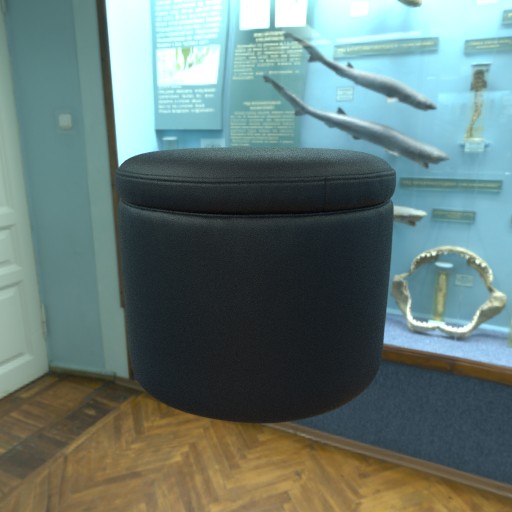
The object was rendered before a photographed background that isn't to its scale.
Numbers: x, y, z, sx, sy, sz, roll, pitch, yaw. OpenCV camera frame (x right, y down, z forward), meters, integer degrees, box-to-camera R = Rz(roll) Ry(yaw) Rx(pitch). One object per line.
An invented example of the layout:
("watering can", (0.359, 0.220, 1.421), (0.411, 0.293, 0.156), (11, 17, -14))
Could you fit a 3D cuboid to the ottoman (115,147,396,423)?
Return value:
("ottoman", (0.000, 0.000, 0.862), (0.501, 0.409, 0.501), (0, 15, 0))
